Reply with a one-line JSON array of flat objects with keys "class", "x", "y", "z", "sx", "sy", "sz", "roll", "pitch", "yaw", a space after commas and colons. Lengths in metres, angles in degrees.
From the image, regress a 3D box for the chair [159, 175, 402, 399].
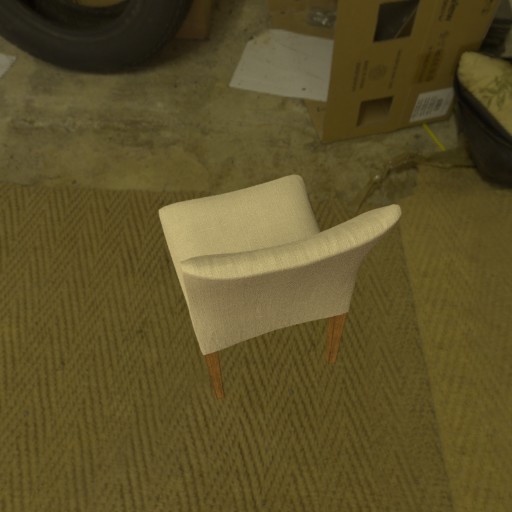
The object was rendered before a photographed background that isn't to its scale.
[{"class": "chair", "x": 0.000, "y": 0.000, "z": 1.313, "sx": 0.496, "sy": 0.940, "sz": 0.585, "roll": -15, "pitch": 61, "yaw": -8}]
